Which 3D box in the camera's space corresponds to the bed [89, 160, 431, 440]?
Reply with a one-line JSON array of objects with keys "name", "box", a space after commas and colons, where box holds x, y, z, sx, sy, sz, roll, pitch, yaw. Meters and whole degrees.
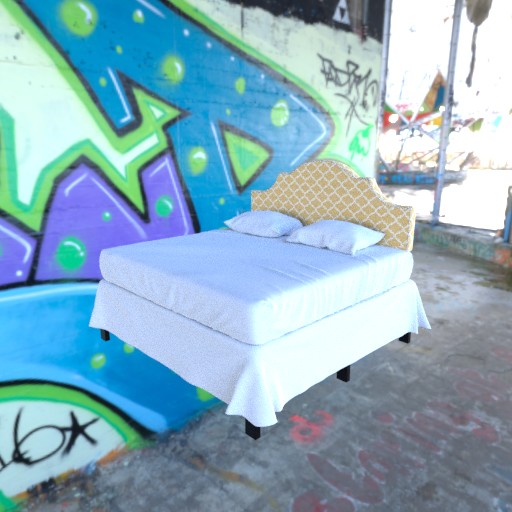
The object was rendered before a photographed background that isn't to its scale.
[{"name": "bed", "box": [0.000, 0.000, 3.872, 2.222, 1.601, 2.314, -13, 19, -43]}]
